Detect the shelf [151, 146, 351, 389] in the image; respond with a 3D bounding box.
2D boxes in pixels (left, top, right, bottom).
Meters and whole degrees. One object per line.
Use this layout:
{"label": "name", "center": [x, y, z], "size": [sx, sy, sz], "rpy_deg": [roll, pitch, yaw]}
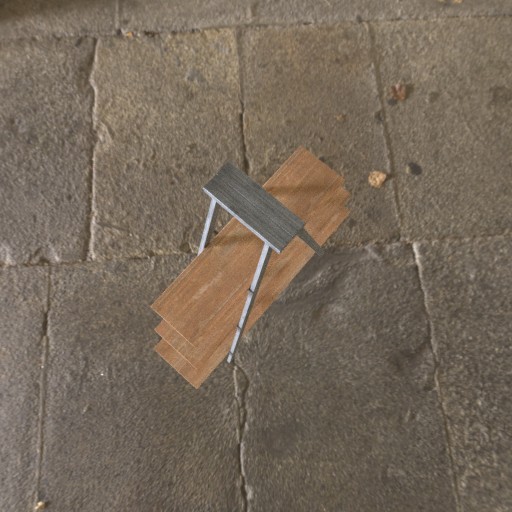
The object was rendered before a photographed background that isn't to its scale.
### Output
{"label": "shelf", "center": [0.000, 0.000, 2.668], "size": [0.508, 1.808, 1.746], "rpy_deg": [40, 79, 9]}
